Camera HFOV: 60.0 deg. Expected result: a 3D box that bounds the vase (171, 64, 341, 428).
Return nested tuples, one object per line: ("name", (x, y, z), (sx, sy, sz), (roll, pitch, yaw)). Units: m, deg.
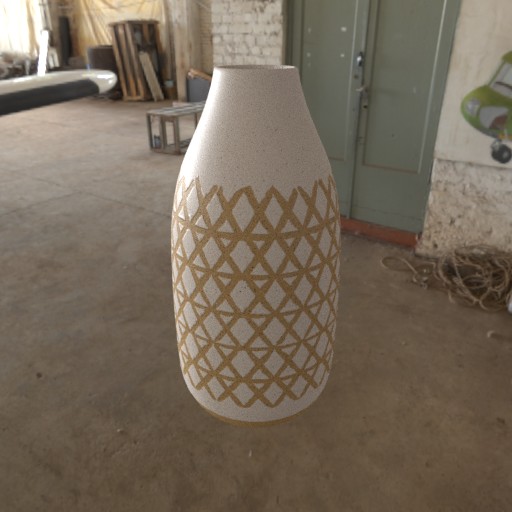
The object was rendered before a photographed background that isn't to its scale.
("vase", (0.000, 0.000, 0.483), (0.186, 0.380, 0.186), (0, 26, 0))
